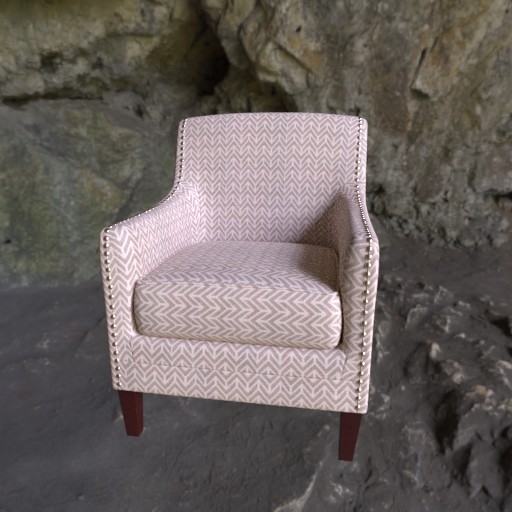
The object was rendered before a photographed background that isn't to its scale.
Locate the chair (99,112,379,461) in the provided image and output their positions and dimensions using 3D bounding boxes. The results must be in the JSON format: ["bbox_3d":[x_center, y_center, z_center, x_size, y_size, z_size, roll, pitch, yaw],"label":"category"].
[{"bbox_3d":[0.000,0.000,1.277,0.623,0.816,0.651,3,15,9],"label":"chair"}]
